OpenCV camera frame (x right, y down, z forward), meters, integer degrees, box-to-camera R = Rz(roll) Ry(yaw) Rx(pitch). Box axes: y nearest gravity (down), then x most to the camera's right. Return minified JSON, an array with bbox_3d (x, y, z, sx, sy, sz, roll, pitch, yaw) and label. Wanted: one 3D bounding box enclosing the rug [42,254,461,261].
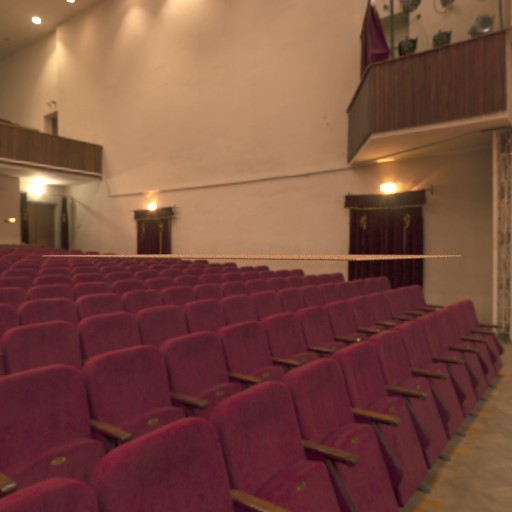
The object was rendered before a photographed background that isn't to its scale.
[{"bbox_3d":[0.000,0.000,4.063,3.048,0.013,2.439,0,1,36],"label":"rug"}]
